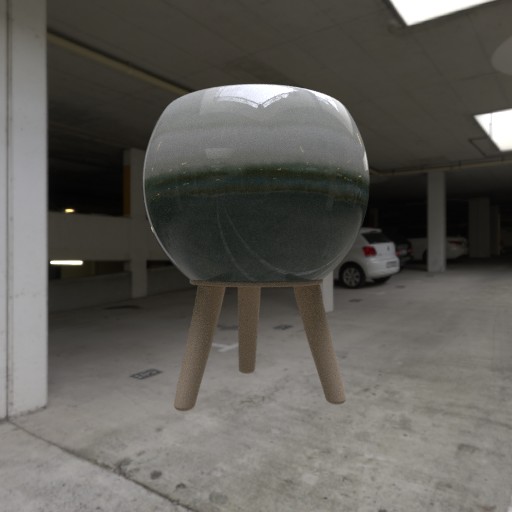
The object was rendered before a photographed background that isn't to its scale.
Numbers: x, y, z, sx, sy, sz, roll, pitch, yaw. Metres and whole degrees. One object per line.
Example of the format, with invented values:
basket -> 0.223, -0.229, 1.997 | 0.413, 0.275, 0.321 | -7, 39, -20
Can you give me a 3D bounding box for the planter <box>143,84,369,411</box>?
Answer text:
planter -> 0.000, 0.000, 0.447 | 0.222, 0.278, 0.222 | 0, 0, 0
